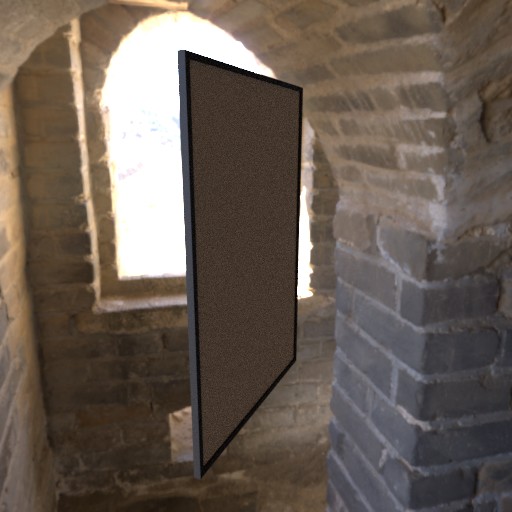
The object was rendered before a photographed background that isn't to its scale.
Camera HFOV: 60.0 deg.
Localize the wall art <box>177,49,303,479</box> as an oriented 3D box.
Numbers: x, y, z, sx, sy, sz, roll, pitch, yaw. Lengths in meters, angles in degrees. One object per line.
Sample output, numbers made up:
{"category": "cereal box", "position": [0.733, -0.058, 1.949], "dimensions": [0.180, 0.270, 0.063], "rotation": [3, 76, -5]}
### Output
{"category": "wall art", "position": [0.000, 0.000, 0.859], "dimensions": [0.013, 0.660, 0.460], "rotation": [7, 16, 24]}
